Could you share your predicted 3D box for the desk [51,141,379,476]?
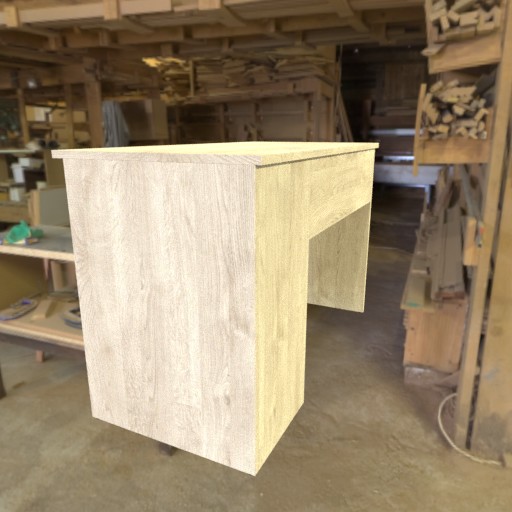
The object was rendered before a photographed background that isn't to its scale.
[{"bbox_3d":[0.000,0.000,1.521,0.560,0.735,1.097,8,17,25],"label":"desk"}]
